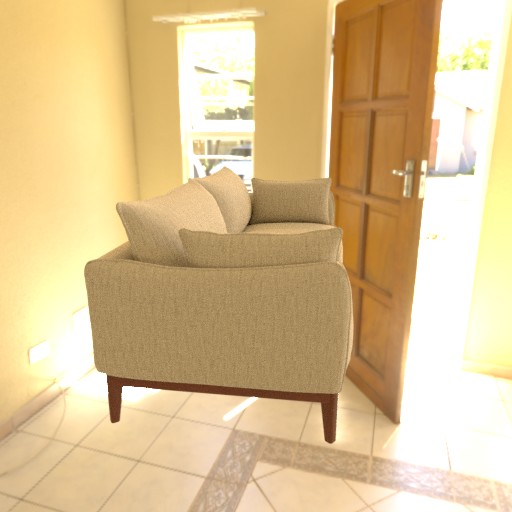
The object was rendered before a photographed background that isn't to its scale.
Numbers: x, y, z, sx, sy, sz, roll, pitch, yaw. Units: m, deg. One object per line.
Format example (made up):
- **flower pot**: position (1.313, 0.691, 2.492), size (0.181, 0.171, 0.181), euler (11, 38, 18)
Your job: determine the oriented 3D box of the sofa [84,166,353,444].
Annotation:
- **sofa**: position (0.000, 0.000, 2.471), size (0.991, 0.860, 1.989), euler (2, 16, 8)
